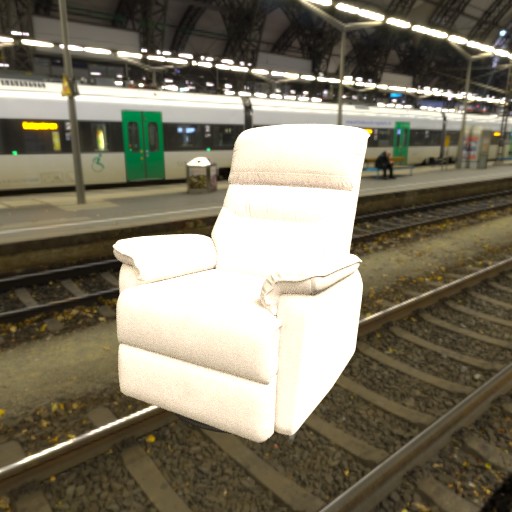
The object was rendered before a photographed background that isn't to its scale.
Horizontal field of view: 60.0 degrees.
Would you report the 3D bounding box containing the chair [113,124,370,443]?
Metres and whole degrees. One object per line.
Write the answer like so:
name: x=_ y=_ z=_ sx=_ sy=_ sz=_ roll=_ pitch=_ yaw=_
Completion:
chair: x=0.000 y=0.000 z=1.779 sx=0.820 sy=1.039 sz=1.001 roll=8 pitch=17 yaw=28
